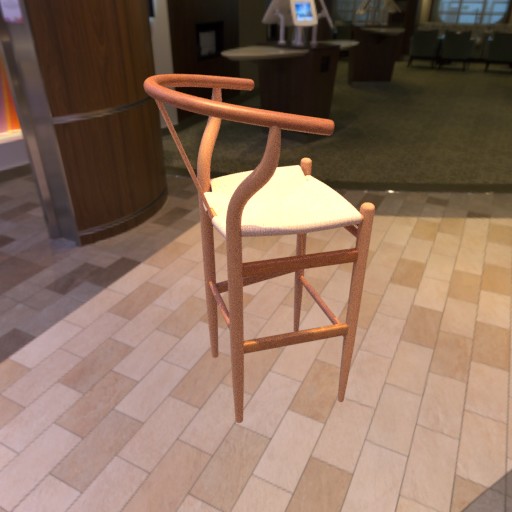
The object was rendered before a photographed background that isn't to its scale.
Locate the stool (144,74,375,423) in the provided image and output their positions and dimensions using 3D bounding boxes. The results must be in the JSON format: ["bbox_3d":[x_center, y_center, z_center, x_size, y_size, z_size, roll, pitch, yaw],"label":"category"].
[{"bbox_3d":[0.000,0.000,1.396,0.561,1.068,0.574,-10,32,-16],"label":"stool"}]
